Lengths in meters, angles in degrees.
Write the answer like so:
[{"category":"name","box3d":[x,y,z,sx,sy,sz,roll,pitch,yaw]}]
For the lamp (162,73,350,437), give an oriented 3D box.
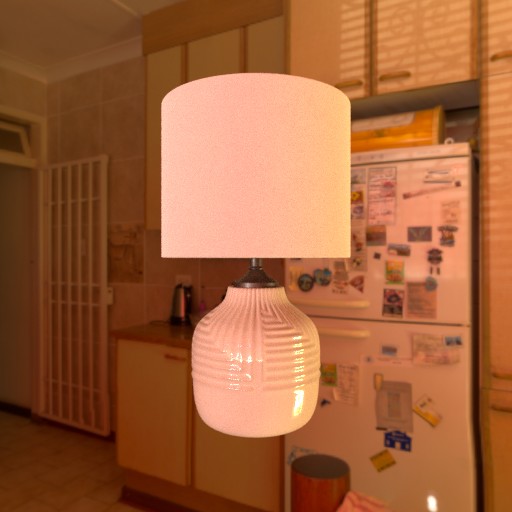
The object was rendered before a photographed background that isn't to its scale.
[{"category":"lamp","box3d":[0.000,0.000,0.762,0.318,0.567,0.318,0,0,0]}]
